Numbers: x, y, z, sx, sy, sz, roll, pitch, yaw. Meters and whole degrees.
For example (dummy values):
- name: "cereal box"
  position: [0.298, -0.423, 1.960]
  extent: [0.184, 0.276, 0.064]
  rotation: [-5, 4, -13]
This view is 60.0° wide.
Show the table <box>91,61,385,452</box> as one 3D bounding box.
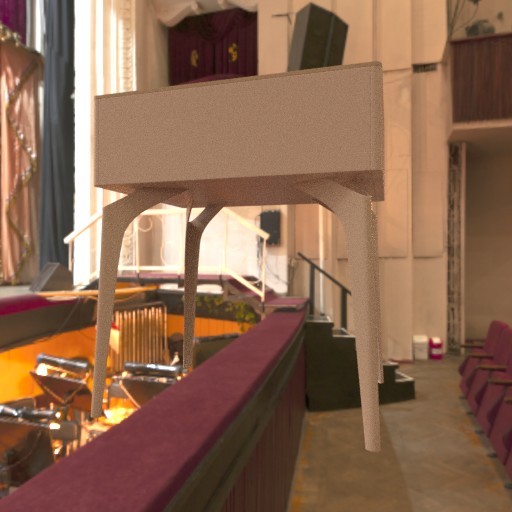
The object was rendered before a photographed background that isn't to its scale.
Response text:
- name: "table"
  position: [0.000, 0.000, 0.903]
  extent: [0.500, 0.570, 0.400]
  rotation: [0, 0, 17]
